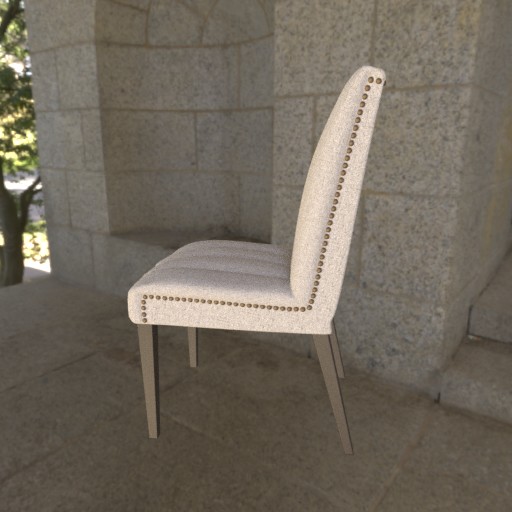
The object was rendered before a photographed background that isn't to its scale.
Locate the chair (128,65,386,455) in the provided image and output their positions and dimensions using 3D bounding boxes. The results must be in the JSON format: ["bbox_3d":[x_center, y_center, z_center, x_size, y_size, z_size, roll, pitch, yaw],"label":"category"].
[{"bbox_3d":[0.000,0.000,1.357,0.647,1.016,0.511,2,14,8],"label":"chair"}]
